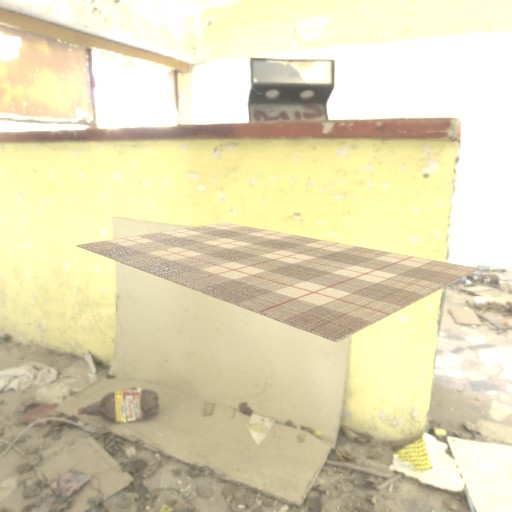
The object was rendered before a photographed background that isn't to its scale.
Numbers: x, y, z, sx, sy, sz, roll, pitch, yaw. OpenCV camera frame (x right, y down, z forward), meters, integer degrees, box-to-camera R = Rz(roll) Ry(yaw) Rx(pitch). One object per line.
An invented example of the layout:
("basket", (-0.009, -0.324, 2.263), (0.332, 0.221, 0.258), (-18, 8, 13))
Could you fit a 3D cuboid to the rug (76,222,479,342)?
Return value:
("rug", (0.000, 0.000, 3.117), (1.549, 0.010, 2.464), (-13, 19, -43))
